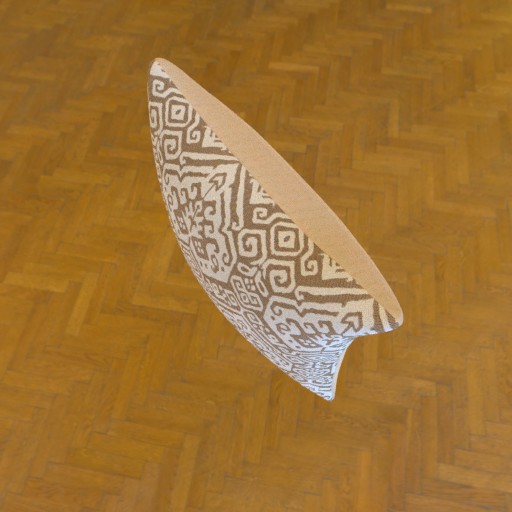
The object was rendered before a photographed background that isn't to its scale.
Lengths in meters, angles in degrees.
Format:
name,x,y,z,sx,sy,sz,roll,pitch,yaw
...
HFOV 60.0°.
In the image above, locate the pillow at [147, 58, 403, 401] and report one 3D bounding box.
name,x,y,z,sx,sy,sz,roll,pitch,yaw
pillow,0.000,0.000,0.631,0.173,0.407,0.419,-34,68,-15
